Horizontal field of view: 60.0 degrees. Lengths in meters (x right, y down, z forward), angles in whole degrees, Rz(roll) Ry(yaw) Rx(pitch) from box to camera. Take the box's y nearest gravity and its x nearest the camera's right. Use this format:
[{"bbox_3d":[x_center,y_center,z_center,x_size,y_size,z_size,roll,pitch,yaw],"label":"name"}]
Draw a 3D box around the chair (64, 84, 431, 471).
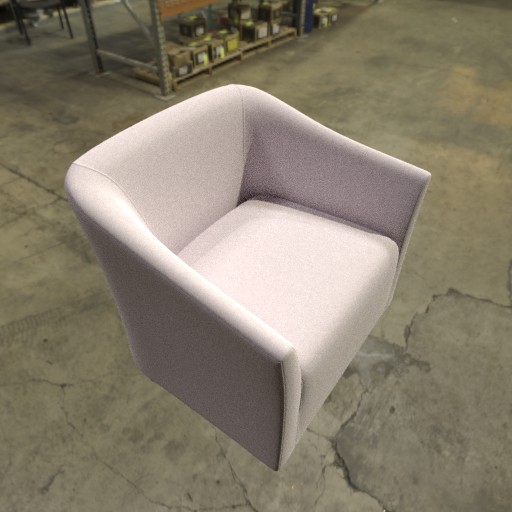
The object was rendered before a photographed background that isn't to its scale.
[{"bbox_3d":[0.000,0.000,1.321,0.700,0.720,0.790,26,48,26],"label":"chair"}]
